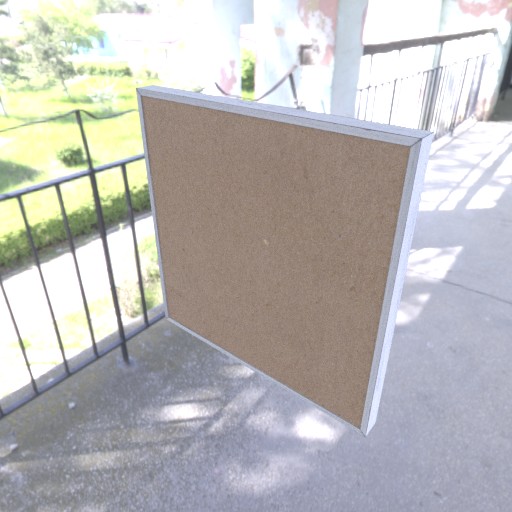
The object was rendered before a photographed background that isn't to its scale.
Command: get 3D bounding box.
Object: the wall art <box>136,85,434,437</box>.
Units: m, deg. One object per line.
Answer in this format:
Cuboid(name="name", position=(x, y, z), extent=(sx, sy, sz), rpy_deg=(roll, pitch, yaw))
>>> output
Cuboid(name="wall art", position=(0.000, 0.000, 0.774), extent=(0.508, 0.508, 0.038), rpy_deg=(22, 37, 33))
